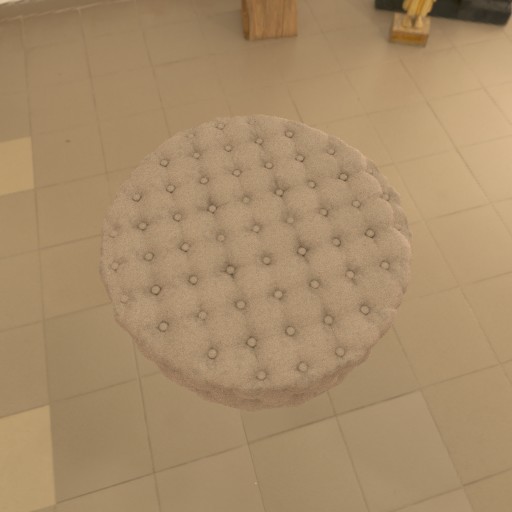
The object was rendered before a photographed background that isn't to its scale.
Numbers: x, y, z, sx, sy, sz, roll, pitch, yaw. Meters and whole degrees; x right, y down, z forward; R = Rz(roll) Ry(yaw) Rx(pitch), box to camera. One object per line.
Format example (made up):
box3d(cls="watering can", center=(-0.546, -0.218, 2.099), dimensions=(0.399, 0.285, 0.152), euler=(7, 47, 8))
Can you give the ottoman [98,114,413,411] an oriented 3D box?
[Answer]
box3d(cls="ottoman", center=(0.000, 0.000, 1.538), dimensions=(0.998, 0.399, 0.998), euler=(0, 63, 0))
